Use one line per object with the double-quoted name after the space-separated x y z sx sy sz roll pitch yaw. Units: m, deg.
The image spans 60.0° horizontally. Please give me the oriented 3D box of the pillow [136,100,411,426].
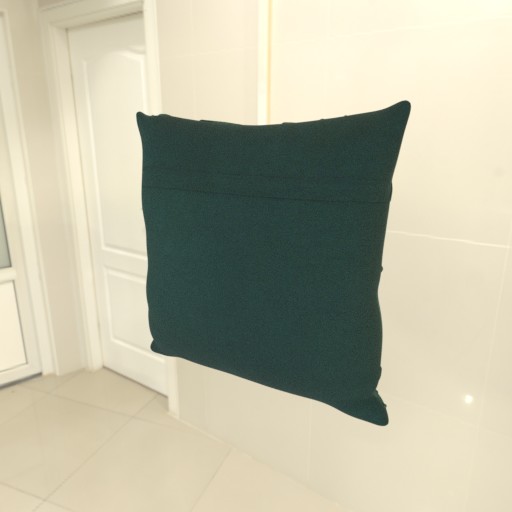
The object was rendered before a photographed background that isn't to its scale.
0.000 0.000 0.678 0.439 0.440 0.184 9 19 28 "pillow"
